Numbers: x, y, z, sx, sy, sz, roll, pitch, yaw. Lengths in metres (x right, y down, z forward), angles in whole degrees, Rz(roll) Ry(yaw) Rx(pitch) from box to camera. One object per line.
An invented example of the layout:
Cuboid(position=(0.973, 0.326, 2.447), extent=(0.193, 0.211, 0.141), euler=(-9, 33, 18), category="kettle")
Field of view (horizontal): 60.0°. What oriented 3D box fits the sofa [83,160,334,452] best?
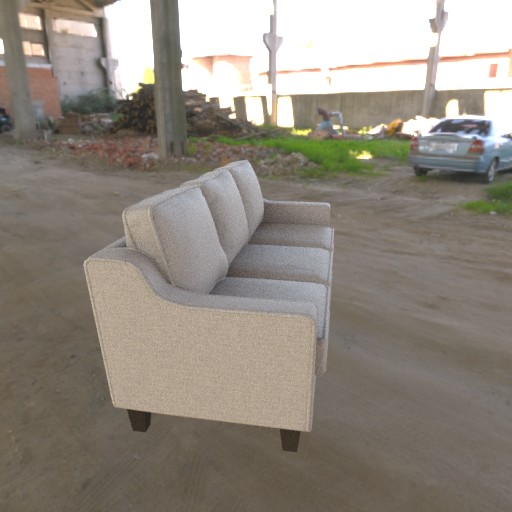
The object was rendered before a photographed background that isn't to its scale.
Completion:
Cuboid(position=(0.000, 0.000, 2.625), extent=(0.899, 0.950, 2.129), euler=(3, 18, 10), category="sofa")
